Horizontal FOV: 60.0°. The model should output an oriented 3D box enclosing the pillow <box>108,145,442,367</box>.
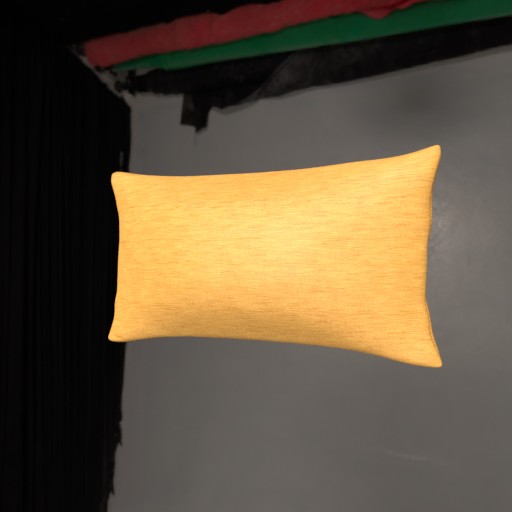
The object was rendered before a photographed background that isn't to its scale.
[{"bbox_3d":[0.000,0.000,0.818,0.634,0.354,0.210,0,0,20],"label":"pillow"}]
